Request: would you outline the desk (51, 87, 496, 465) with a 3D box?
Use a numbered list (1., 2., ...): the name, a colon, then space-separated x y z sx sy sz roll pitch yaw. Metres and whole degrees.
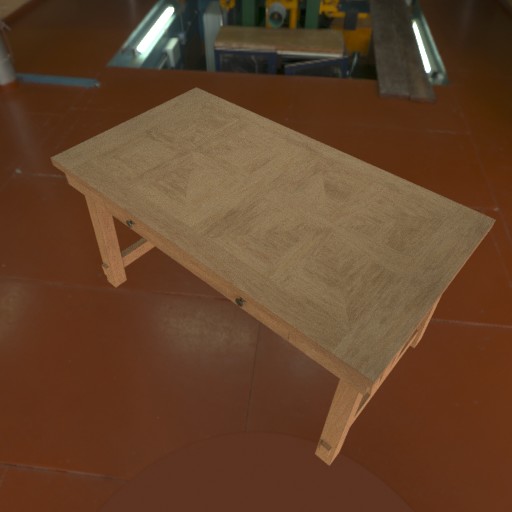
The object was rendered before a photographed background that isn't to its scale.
1. desk: 0.000 0.000 1.942 1.499 0.762 0.813 32 55 27
